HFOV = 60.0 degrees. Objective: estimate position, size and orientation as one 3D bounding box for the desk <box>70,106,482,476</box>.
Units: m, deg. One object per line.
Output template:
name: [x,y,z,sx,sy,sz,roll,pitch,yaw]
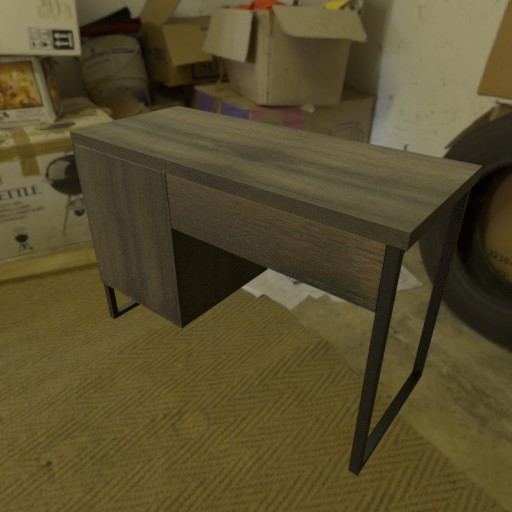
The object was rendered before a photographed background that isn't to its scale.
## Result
desk: [0.000,0.000,1.484,1.134,0.752,0.511,22,37,32]
